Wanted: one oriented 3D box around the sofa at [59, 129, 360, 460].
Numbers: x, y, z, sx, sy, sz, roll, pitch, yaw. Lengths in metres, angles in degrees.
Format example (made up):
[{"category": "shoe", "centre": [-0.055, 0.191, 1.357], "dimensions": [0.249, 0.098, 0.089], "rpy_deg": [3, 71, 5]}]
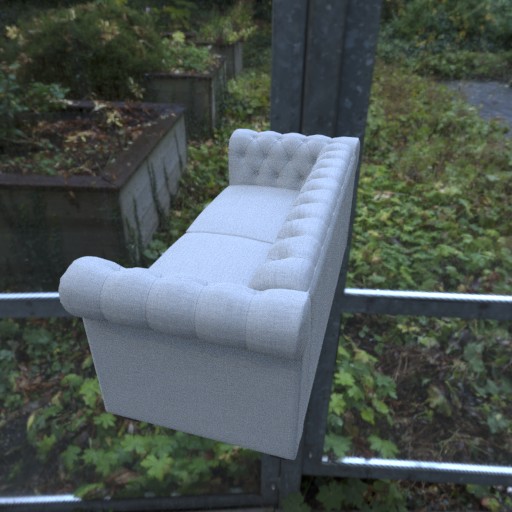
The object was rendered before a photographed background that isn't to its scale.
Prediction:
[{"category": "sofa", "centre": [0.000, 0.000, 2.167], "dimensions": [0.783, 0.797, 1.798], "rpy_deg": [9, 32, 14]}]
